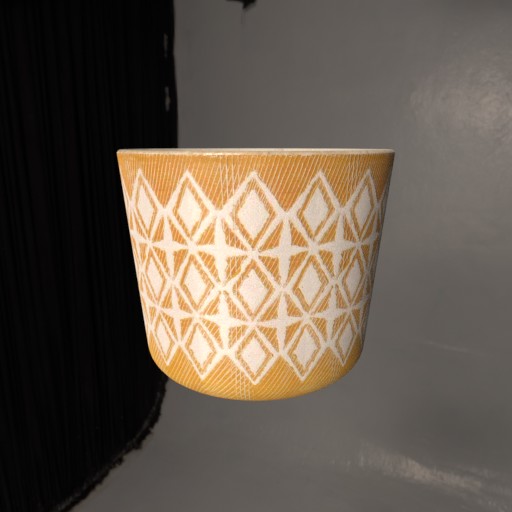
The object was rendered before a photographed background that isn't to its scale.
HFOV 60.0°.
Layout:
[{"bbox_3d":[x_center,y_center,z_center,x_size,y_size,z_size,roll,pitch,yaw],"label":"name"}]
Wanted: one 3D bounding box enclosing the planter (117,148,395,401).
[{"bbox_3d":[0.000,0.000,0.223,0.126,0.104,0.126,0,14,0],"label":"planter"}]
